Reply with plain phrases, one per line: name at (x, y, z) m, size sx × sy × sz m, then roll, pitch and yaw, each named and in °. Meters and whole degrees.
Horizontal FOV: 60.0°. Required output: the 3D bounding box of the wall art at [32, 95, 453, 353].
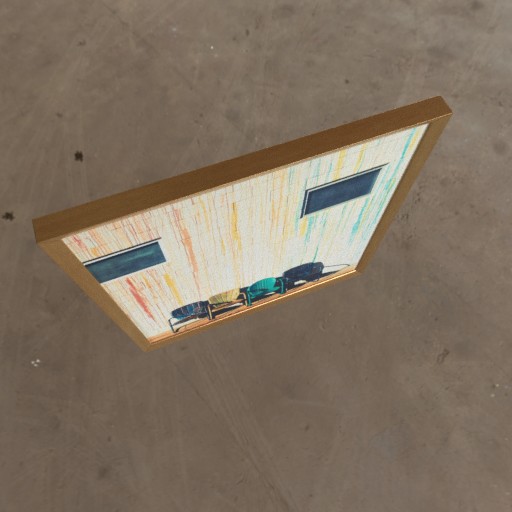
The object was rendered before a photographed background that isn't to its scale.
wall art at (0.000, 0.000, 0.442) m, size 0.302 × 0.302 × 0.019 m, roll -19°, pitch 66°, yaw -9°
